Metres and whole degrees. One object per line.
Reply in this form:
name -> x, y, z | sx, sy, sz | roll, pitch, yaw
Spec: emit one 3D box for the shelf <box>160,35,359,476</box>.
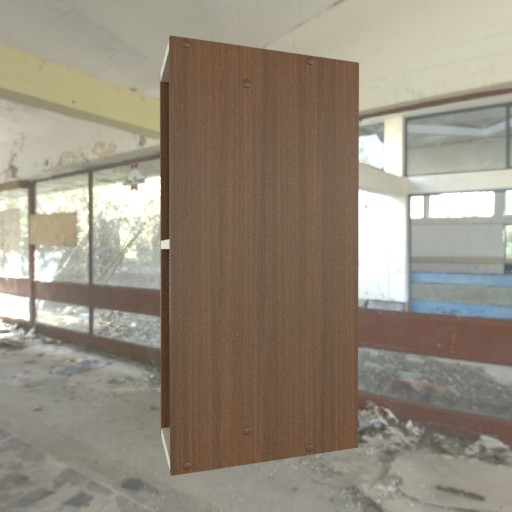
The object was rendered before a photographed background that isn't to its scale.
shelf -> 0.000, 0.000, 0.715 | 0.290, 0.600, 0.147 | 0, 1, -17
